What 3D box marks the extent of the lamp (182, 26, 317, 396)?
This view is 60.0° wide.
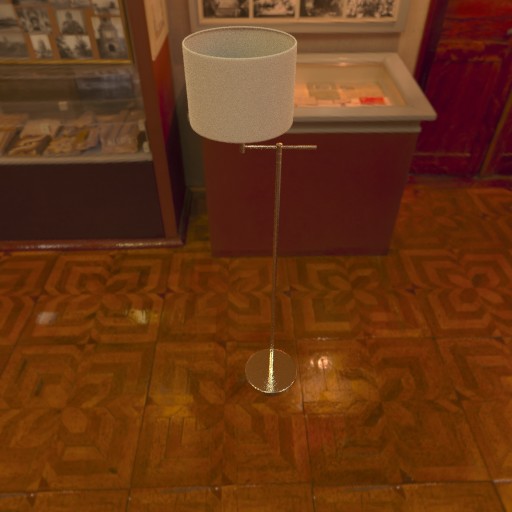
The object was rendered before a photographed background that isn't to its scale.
[{"bbox_3d":[0.000,0.000,1.772,0.416,1.600,0.324,0,41,0],"label":"lamp"}]
